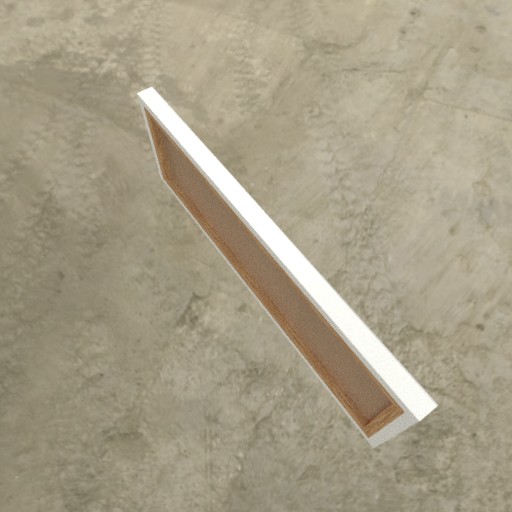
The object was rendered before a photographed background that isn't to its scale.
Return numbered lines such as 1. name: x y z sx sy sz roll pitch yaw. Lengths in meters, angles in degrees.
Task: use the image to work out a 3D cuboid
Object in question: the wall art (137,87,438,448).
1. wall art: 0.000 0.000 0.840 0.036 0.256 0.766 -32 64 -17
